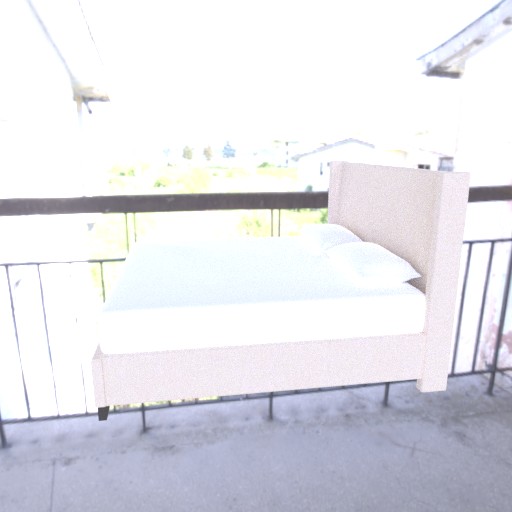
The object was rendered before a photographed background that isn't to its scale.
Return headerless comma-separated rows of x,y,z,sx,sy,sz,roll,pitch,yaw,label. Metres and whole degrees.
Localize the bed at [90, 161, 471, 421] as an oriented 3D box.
0.000,0.000,3.689,2.293,1.471,2.145,-2,14,-9,bed
